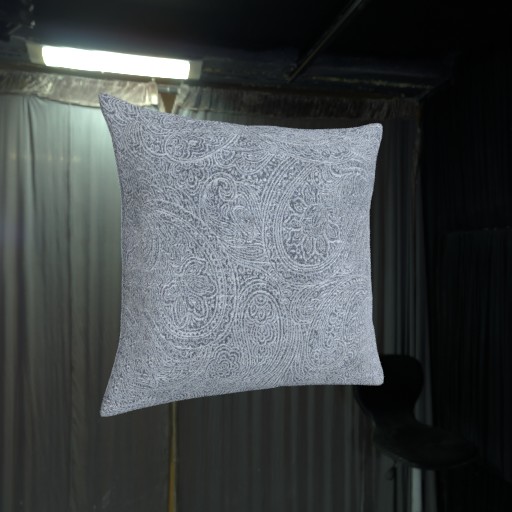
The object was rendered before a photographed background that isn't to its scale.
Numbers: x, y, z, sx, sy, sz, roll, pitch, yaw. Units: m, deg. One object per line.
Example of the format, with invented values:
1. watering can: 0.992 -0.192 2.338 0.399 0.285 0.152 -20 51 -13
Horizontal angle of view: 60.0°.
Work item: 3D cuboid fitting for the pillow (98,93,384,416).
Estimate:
1. pillow: 0.000 0.000 0.779 0.523 0.510 0.166 0 0 -18
